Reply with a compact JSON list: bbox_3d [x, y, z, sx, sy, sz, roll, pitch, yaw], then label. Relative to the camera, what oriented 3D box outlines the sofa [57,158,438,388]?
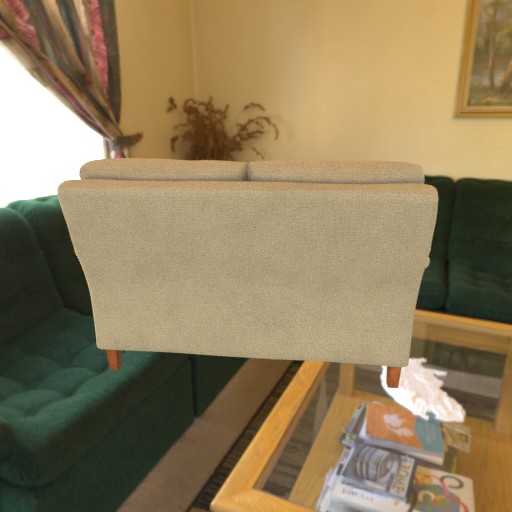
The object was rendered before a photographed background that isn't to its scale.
[{"bbox_3d":[0.000,0.000,2.232,1.480,0.999,1.087,2,17,6],"label":"sofa"}]
